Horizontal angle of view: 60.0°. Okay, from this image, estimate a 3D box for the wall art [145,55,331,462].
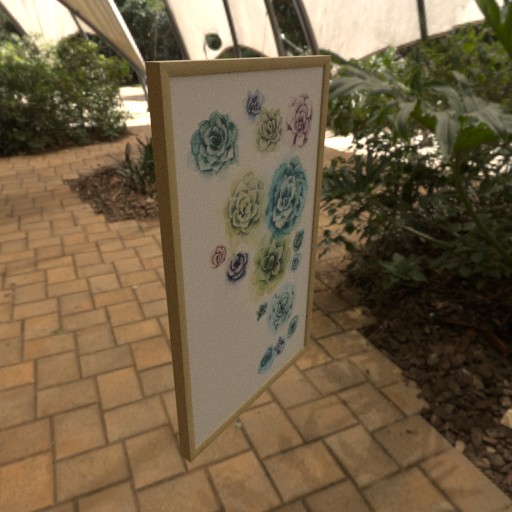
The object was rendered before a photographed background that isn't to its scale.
[{"bbox_3d":[0.000,0.000,0.992,0.039,0.810,0.510,18,31,33],"label":"wall art"}]
